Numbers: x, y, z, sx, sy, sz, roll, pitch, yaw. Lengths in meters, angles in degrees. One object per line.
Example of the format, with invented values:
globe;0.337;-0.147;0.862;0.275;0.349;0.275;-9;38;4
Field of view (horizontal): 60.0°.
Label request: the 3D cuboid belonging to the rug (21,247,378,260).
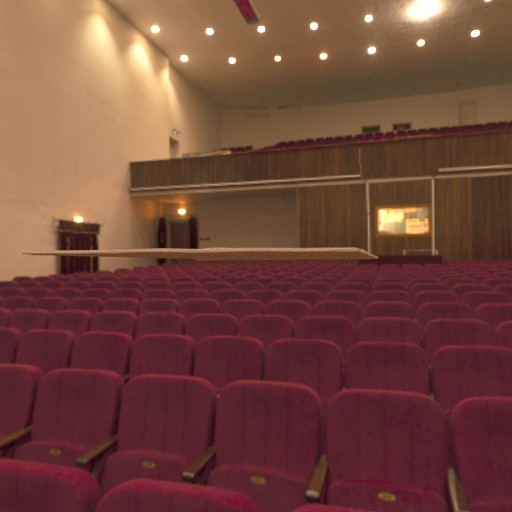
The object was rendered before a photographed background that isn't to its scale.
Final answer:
rug;0.000;0.000;2.981;1.521;0.034;2.438;0;-1;17
